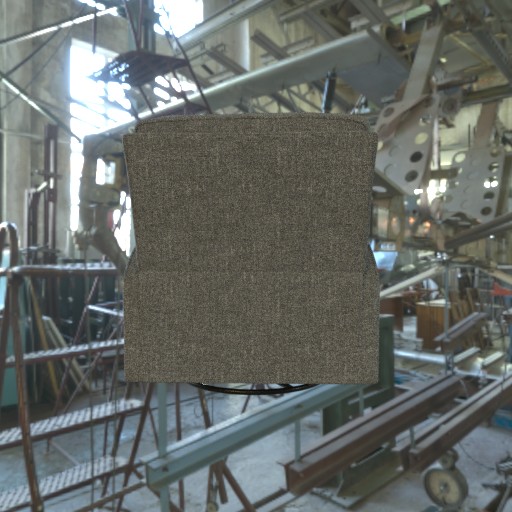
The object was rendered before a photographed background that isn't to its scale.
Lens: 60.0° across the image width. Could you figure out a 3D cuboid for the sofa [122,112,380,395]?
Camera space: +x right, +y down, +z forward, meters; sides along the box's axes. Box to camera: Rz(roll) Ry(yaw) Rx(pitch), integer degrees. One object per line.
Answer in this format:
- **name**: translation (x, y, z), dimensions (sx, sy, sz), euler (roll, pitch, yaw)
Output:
- **sofa**: translation (0.000, 0.000, 2.015), dimensions (0.861, 0.959, 1.472), euler (0, 0, 2)
